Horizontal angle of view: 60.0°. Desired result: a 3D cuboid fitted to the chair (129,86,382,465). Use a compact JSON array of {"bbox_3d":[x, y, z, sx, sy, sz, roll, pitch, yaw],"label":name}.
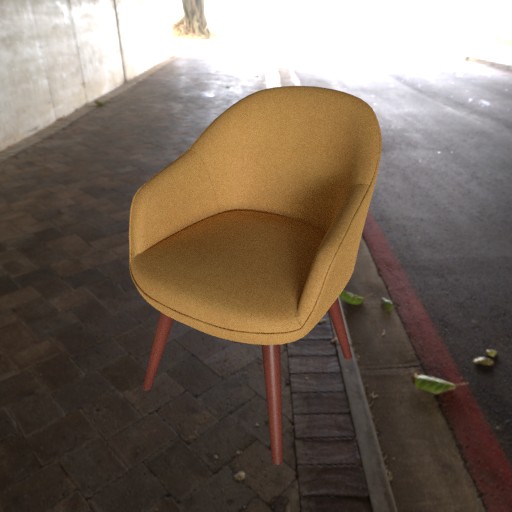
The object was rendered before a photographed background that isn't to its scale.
[{"bbox_3d":[0.000,0.000,1.242,0.596,0.823,0.635,17,33,28],"label":"chair"}]
